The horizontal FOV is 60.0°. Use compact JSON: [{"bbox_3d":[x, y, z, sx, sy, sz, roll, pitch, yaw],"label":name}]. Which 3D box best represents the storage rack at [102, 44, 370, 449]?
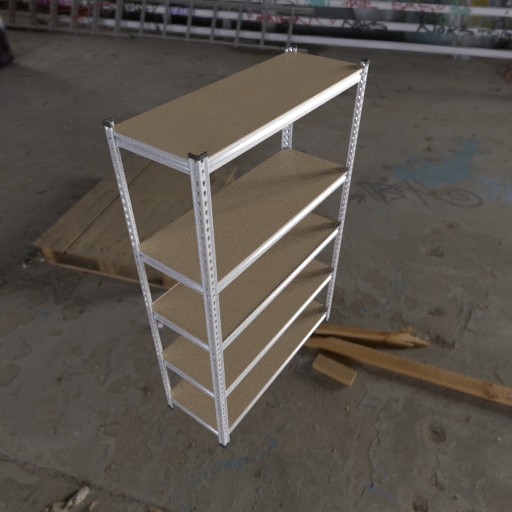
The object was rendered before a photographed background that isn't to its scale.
[{"bbox_3d":[0.000,0.000,2.414,0.457,1.829,1.219,25,46,27],"label":"storage rack"}]
